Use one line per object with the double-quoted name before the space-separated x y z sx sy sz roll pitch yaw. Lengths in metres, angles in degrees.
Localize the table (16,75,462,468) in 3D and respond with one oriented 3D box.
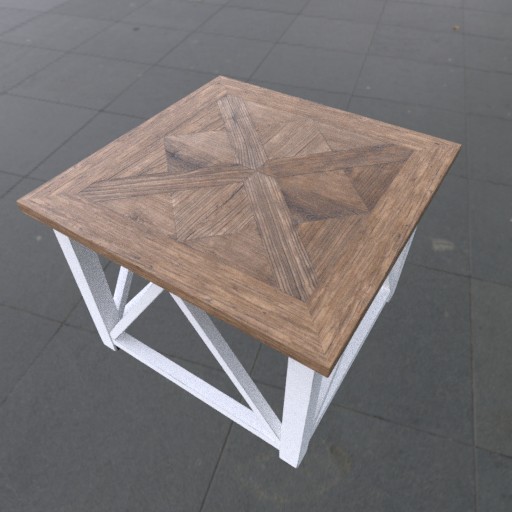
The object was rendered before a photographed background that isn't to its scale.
"table" 0.000 0.000 1.155 0.700 0.532 0.700 25 51 22
